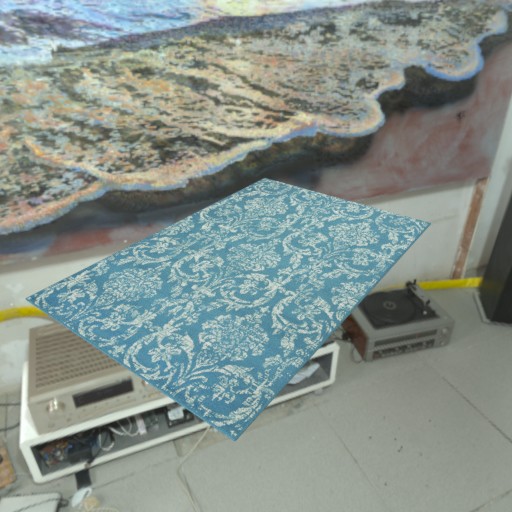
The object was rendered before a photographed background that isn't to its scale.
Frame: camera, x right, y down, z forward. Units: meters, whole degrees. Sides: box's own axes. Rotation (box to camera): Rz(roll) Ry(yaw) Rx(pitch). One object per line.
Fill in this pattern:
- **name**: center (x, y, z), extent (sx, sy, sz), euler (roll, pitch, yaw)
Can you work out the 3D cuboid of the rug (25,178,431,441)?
- **rug**: center (0.000, 0.000, 3.446), extent (1.816, 0.018, 2.746), euler (21, 37, 31)
